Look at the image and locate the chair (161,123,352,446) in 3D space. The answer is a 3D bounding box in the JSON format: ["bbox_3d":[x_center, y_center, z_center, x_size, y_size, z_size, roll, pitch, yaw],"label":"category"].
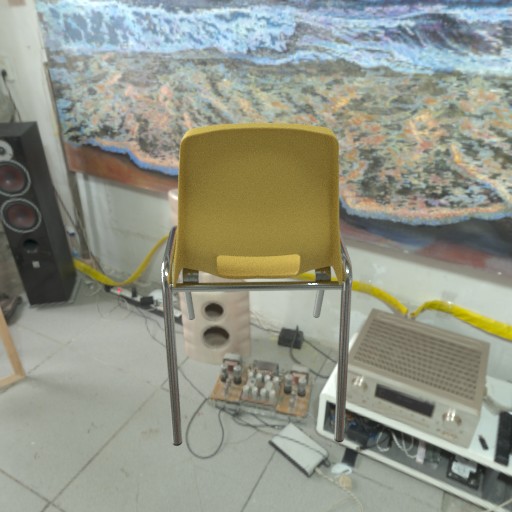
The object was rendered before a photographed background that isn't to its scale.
[{"bbox_3d":[0.000,0.000,0.937,0.381,0.653,0.436,-1,30,-1],"label":"chair"}]
